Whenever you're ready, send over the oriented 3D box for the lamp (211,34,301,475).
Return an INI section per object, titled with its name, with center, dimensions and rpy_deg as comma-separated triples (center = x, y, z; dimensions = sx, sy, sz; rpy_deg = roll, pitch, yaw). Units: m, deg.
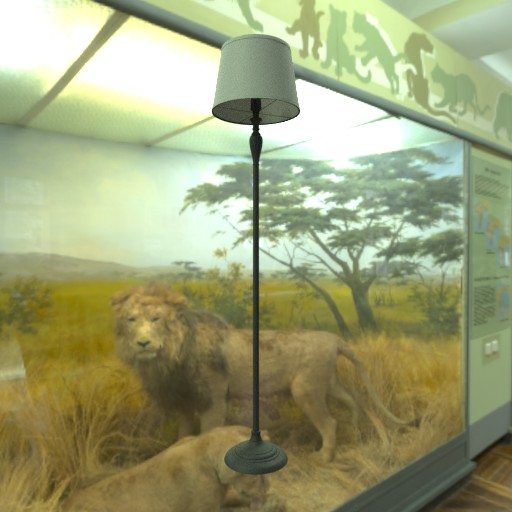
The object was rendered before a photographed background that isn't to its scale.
[lamp]
center = 0.000, 0.000, 1.636
dimensions = 0.327, 1.506, 0.327
rpy_deg = 0, 1, 18
